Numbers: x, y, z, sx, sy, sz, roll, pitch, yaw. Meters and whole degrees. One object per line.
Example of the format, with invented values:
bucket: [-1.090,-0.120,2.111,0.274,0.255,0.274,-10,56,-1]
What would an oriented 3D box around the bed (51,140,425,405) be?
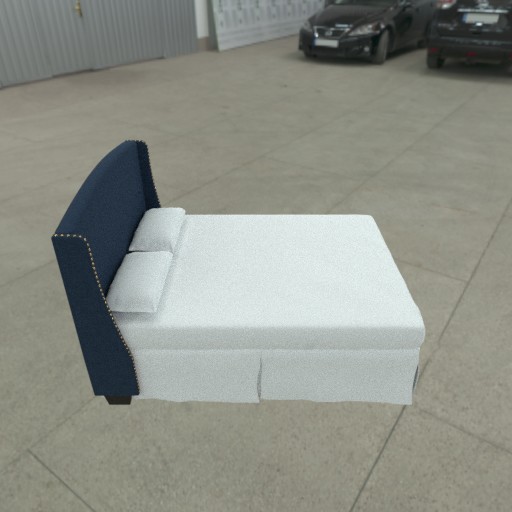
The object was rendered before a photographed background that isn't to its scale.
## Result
bed: [0.000,0.000,3.311,2.223,1.402,1.604,0,33,0]
